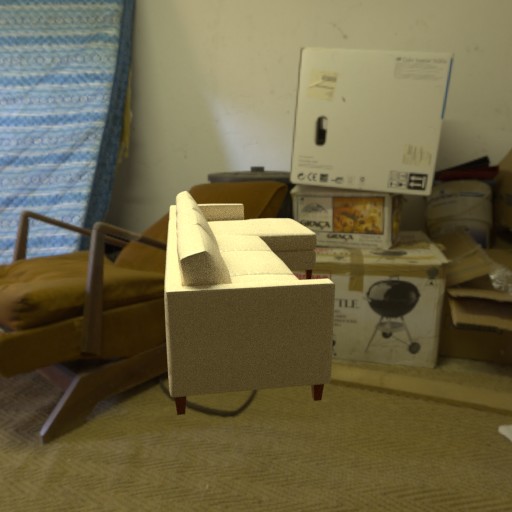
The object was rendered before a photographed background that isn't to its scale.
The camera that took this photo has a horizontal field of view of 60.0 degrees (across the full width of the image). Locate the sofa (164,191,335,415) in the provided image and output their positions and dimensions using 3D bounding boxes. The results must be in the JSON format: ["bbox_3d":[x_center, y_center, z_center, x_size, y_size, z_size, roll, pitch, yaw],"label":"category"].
[{"bbox_3d":[0.000,0.000,4.126,1.603,0.954,3.471,-2,14,-10],"label":"sofa"}]
